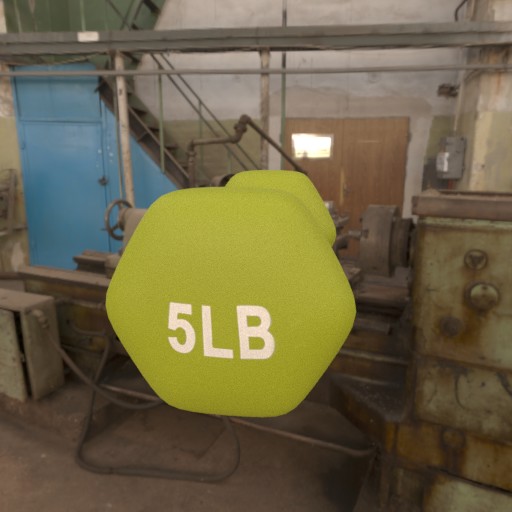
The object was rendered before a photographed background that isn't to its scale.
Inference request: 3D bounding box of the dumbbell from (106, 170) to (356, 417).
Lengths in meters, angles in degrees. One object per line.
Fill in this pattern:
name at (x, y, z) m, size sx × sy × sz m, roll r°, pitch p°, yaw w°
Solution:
dumbbell at (0.000, 0.000, 0.204) m, size 0.080 × 0.072 × 0.164 m, roll 2°, pitch 13°, yaw 8°
